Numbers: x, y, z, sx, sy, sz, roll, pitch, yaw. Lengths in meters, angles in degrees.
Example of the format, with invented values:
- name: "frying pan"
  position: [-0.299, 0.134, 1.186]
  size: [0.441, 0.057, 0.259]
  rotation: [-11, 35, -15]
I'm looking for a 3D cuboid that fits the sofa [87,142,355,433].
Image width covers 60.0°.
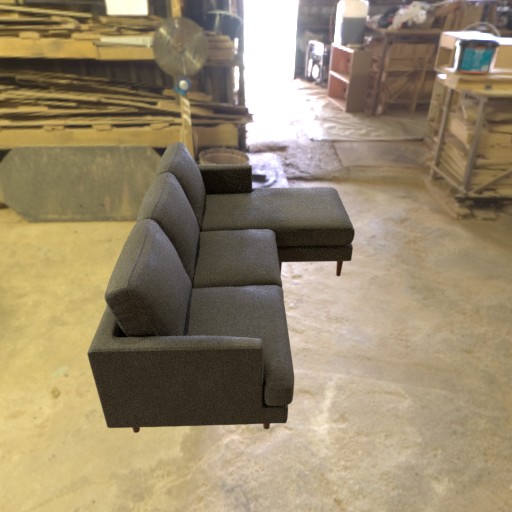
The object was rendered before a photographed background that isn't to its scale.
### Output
- name: "sofa"
  position: [0.000, 0.000, 2.937]
  size: [1.504, 0.956, 2.233]
  rotation: [-1, 32, -2]
